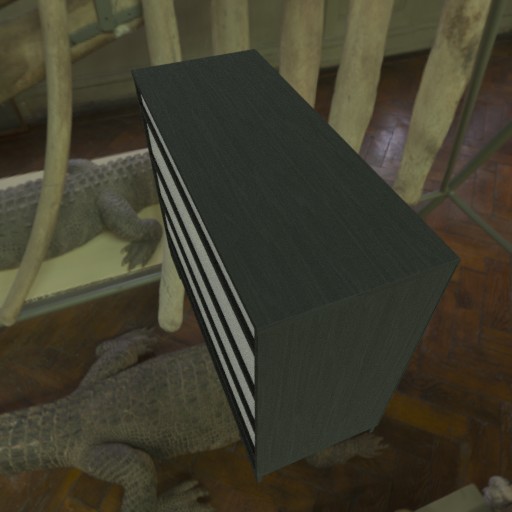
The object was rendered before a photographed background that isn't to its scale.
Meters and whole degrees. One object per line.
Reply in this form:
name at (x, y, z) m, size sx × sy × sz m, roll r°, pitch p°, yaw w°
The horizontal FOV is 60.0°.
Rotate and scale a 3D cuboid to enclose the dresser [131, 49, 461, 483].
dresser at (0.000, 0.000, 1.368) m, size 0.404 × 0.816 × 0.994 m, roll -17°, pitch 49°, yaw -15°
